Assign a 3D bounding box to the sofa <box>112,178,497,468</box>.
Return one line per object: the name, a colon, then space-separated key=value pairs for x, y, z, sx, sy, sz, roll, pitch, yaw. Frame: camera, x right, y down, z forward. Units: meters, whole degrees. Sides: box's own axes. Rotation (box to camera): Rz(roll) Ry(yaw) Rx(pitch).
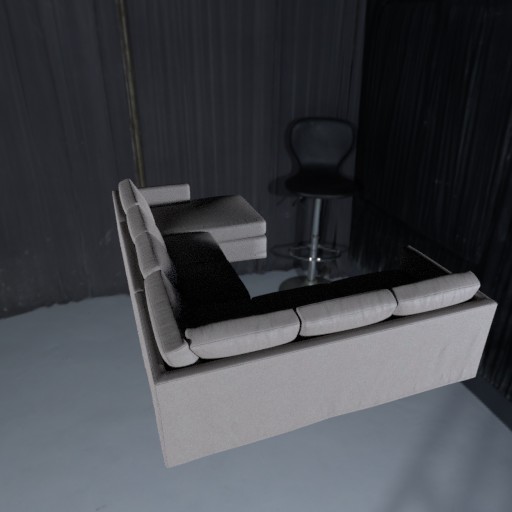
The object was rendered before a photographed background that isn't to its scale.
sofa: x=0.000 y=0.000 z=4.331 sx=2.427 sy=0.882 sz=3.460 roll=-9 pitch=29 yaw=-17
